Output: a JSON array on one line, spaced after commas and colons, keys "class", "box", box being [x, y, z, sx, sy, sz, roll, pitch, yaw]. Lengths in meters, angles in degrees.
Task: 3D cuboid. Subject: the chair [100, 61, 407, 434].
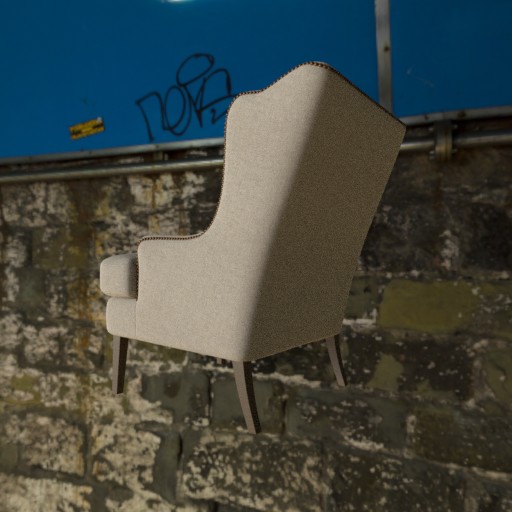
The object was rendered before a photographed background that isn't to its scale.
[{"class": "chair", "box": [0.000, 0.000, 1.657, 0.940, 1.029, 0.737, 0, -1, 36]}]
